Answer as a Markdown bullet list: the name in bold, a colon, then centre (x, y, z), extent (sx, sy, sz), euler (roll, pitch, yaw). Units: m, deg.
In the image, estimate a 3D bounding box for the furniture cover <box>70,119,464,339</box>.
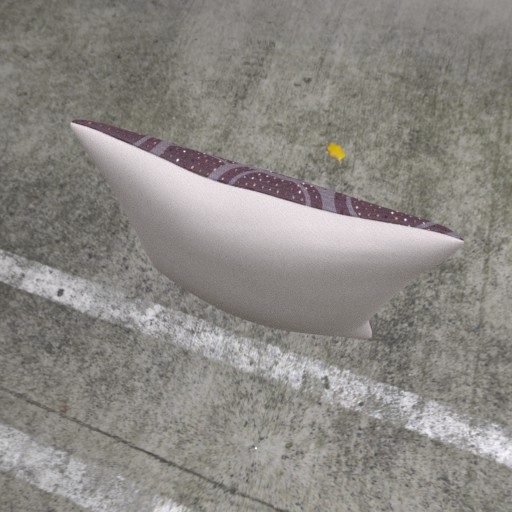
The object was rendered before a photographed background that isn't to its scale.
- **furniture cover**: centre (0.000, 0.000, 0.810), extent (0.552, 0.509, 0.193), euler (18, 68, 8)
